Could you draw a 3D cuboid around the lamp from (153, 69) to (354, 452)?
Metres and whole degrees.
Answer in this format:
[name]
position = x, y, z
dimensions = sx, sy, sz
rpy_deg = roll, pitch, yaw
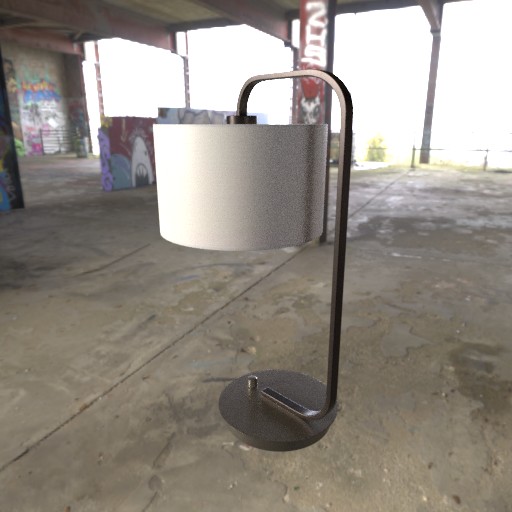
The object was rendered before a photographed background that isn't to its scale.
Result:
[lamp]
position = 0.000, 0.000, 0.624
dimensions = 0.230, 0.473, 0.288
rpy_deg = -16, 23, -42
